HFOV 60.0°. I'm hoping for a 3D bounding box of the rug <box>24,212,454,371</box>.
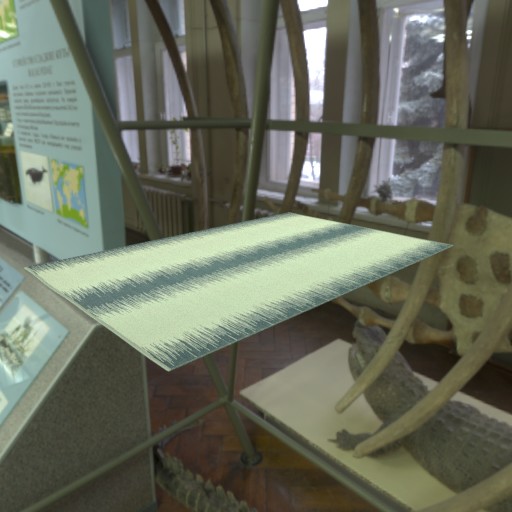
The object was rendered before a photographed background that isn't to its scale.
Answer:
[{"bbox_3d":[0.000,0.000,2.266,1.854,0.006,1.234,-16,23,-41],"label":"rug"}]
